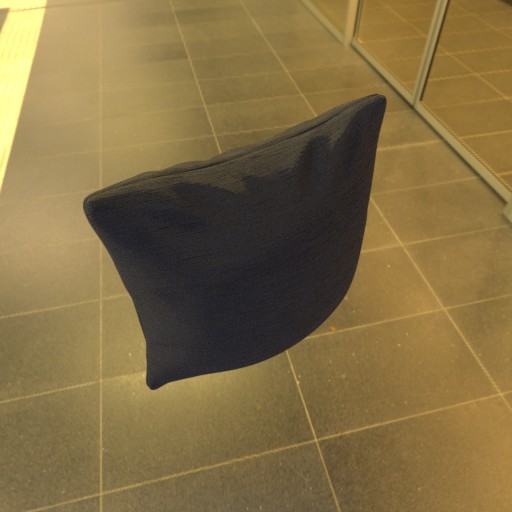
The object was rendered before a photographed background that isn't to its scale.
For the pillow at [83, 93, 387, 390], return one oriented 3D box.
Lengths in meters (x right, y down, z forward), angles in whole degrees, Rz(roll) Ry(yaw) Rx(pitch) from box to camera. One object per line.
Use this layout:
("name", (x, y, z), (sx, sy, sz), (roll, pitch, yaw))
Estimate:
("pillow", (0.000, 0.000, 0.682), (0.432, 0.414, 0.246), (-25, 51, -22))
